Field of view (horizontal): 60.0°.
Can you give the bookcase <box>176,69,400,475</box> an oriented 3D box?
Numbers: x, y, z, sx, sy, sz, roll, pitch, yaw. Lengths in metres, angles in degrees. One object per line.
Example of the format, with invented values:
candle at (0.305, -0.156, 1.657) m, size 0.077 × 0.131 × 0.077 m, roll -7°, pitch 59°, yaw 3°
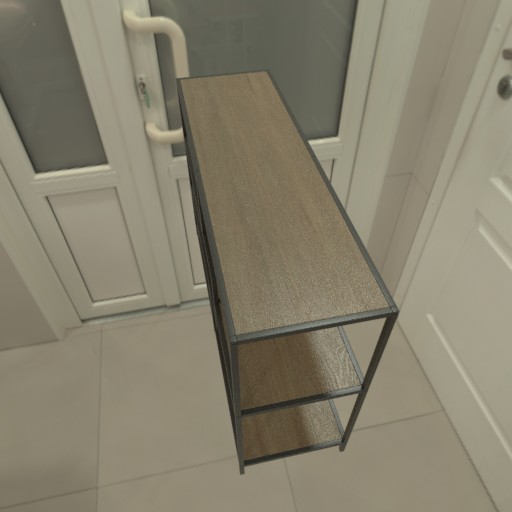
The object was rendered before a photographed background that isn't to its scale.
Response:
bookcase at (0.000, 0.000, 1.538) m, size 0.350 × 0.780 × 1.140 m, roll -9°, pitch 47°, yaw -8°
